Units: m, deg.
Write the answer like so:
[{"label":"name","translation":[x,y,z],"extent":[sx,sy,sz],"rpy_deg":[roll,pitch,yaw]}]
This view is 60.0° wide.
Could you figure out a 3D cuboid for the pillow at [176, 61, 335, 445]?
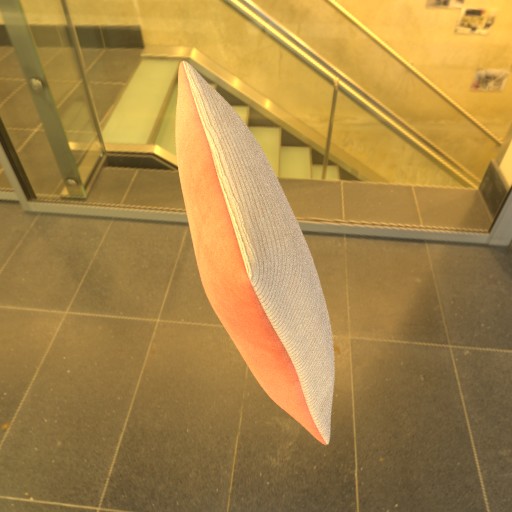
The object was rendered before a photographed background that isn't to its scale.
[{"label":"pillow","translation":[0.000,0.000,0.638],"extent":[0.177,0.401,0.424],"rpy_deg":[-10,47,-9]}]
